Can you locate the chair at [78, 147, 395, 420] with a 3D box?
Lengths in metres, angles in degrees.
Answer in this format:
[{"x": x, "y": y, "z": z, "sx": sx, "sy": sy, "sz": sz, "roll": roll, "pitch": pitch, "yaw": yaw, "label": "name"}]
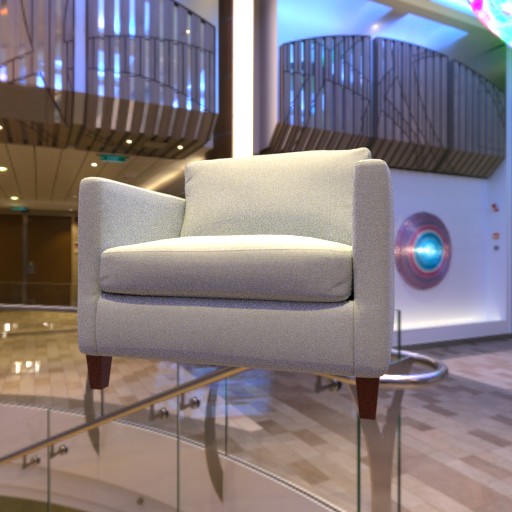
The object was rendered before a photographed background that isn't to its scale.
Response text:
[{"x": 0.000, "y": 0.000, "z": 1.857, "sx": 1.107, "sy": 0.961, "sz": 0.953, "roll": 0, "pitch": 0, "yaw": 18, "label": "chair"}]
